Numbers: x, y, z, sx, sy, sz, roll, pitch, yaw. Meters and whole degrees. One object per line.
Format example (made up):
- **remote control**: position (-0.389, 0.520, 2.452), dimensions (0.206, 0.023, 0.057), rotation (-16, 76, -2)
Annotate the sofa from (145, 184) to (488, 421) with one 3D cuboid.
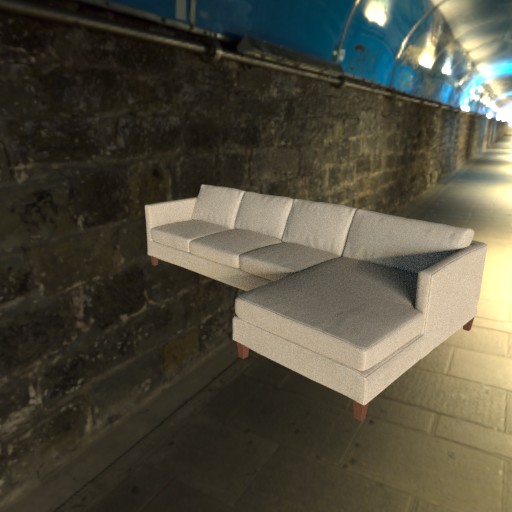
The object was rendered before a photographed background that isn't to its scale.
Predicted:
- **sofa**: position (0.000, 0.000, 3.822), dimensions (1.625, 0.846, 3.186), rotation (-16, 23, -43)
